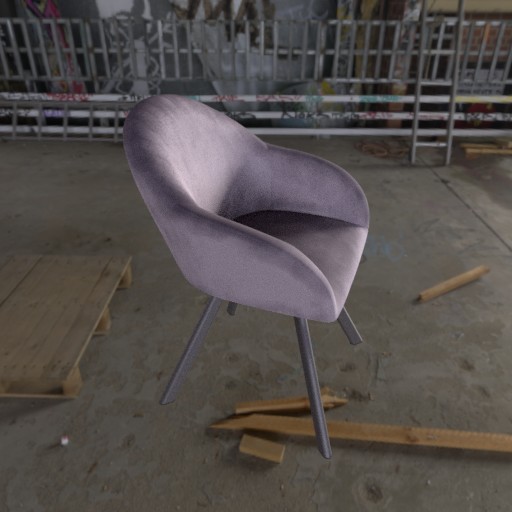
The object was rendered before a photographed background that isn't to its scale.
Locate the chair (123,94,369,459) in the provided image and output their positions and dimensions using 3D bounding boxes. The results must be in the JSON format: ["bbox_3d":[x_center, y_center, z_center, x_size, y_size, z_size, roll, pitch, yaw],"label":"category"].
[{"bbox_3d":[0.000,0.000,1.203,0.590,0.795,0.550,11,32,18],"label":"chair"}]
